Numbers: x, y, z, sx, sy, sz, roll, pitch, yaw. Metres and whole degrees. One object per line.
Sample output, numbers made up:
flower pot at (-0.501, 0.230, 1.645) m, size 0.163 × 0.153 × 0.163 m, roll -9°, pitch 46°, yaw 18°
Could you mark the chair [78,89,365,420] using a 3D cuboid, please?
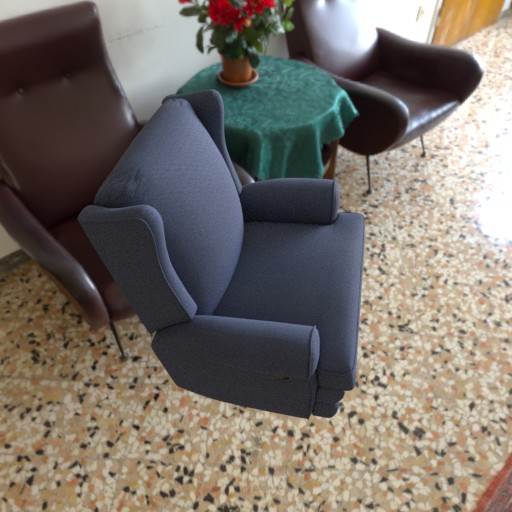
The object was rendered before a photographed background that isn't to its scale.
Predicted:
chair at (0.000, 0.000, 1.756) m, size 0.877 × 1.020 × 0.971 m, roll 9°, pitch 47°, yaw 8°
